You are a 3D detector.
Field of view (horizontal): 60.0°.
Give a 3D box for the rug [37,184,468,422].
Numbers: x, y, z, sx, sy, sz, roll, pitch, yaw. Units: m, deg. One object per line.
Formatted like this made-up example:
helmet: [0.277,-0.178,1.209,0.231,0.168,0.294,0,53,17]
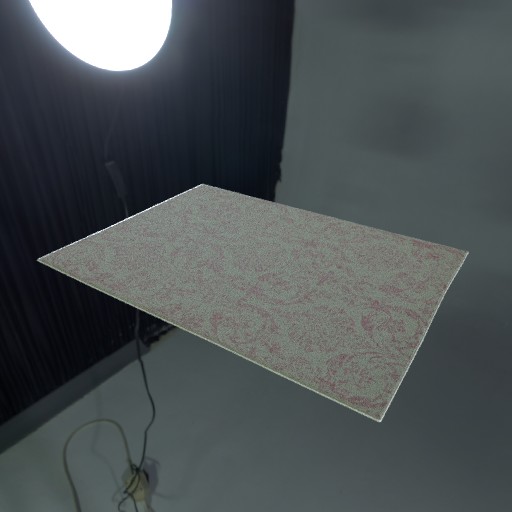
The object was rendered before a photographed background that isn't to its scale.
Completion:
rug: [0.000,0.000,2.789,2.202,0.014,1.598,18,34,29]
